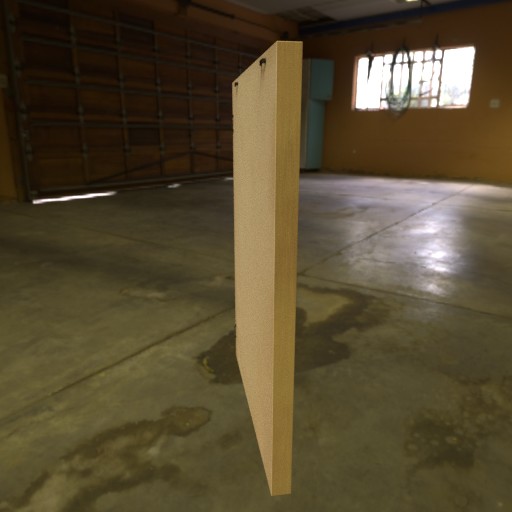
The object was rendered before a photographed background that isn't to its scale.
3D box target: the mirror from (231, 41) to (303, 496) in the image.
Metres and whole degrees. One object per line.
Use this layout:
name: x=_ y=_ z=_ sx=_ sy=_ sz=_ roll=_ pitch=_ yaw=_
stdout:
mirror: x=0.000 y=0.000 z=0.903 sx=0.039 sy=0.710 sz=0.507 roll=-3 pitch=16 yaw=-9
